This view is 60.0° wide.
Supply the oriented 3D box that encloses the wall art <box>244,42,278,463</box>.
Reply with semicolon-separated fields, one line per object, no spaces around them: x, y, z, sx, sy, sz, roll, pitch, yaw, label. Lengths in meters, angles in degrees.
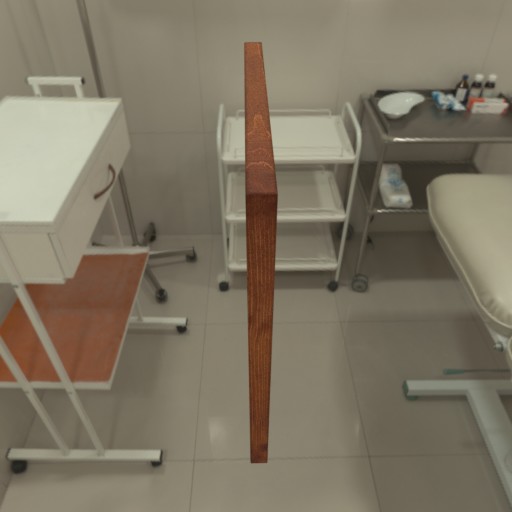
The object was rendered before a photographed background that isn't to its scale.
0.000;0.000;0.761;0.030;0.558;0.462;-1;41;-1;wall art
